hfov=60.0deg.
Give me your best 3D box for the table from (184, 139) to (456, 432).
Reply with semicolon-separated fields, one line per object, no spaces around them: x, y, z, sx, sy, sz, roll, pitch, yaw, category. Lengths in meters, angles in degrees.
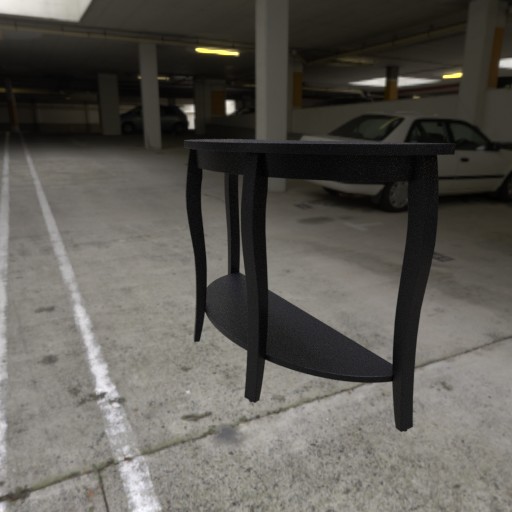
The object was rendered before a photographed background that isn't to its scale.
0.000;0.000;1.553;0.394;0.780;1.219;-8;17;-27;table
